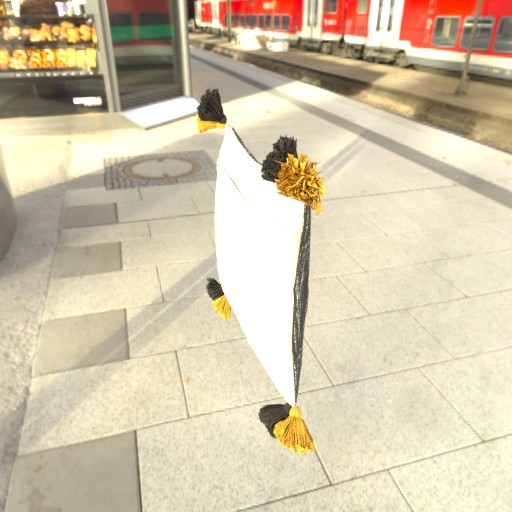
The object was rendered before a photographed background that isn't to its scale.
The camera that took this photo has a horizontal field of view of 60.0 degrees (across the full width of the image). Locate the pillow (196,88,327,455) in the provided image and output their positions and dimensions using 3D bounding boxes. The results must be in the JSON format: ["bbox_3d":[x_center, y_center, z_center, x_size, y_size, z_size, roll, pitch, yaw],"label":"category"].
[{"bbox_3d":[0.000,0.000,0.995,0.139,0.659,0.654,-9,30,-16],"label":"pillow"}]
